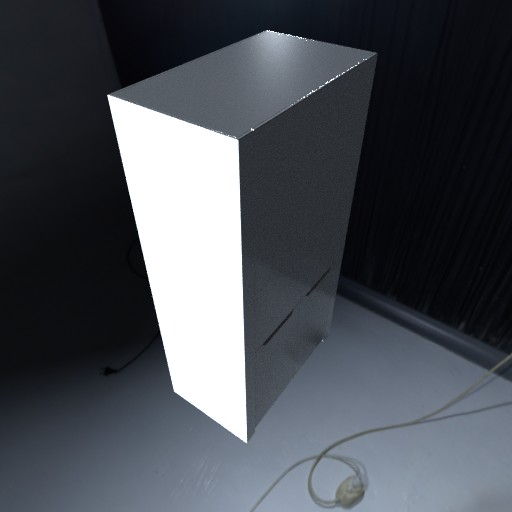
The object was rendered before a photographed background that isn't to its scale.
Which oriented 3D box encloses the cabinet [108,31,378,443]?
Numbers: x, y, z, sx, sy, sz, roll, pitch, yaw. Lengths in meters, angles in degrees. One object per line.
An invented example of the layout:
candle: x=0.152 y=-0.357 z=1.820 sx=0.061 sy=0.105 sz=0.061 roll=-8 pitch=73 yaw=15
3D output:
cabinet: x=0.000 y=0.000 z=2.366 sx=0.580 sy=1.920 sz=0.980 roll=26 pitch=48 yaw=26
